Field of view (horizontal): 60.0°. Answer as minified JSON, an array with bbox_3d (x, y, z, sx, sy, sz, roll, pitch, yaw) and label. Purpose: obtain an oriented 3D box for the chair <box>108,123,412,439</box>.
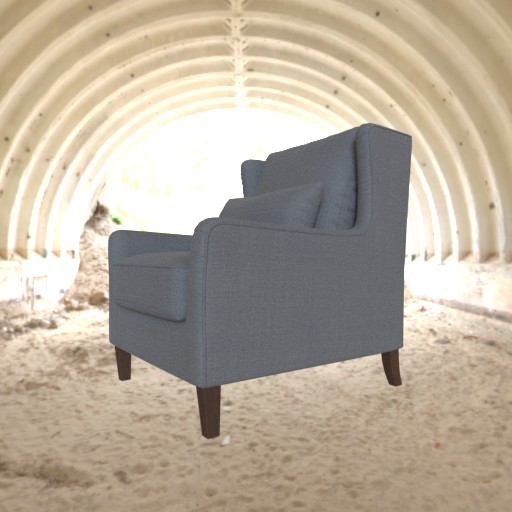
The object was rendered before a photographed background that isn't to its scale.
[{"bbox_3d":[0.000,0.000,1.848,1.040,1.056,0.866,0,0,-36],"label":"chair"}]
